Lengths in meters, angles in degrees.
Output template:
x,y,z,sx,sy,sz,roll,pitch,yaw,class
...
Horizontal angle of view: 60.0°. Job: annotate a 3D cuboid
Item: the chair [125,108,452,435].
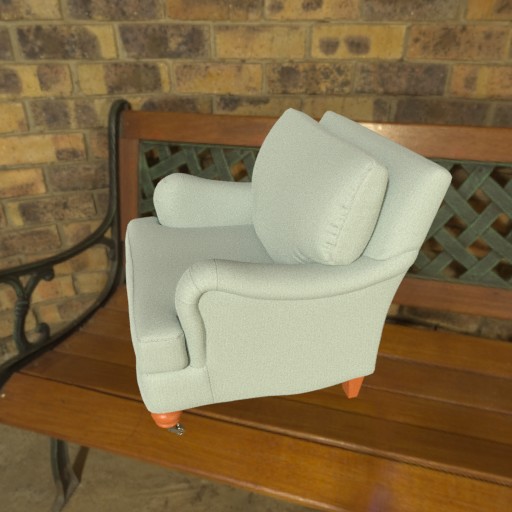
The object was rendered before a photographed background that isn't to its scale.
x,y,z,sx,sy,sz,roll,pitch,yaw,class
0.000,0.000,1.869,1.070,1.038,0.955,-8,31,-14,chair
